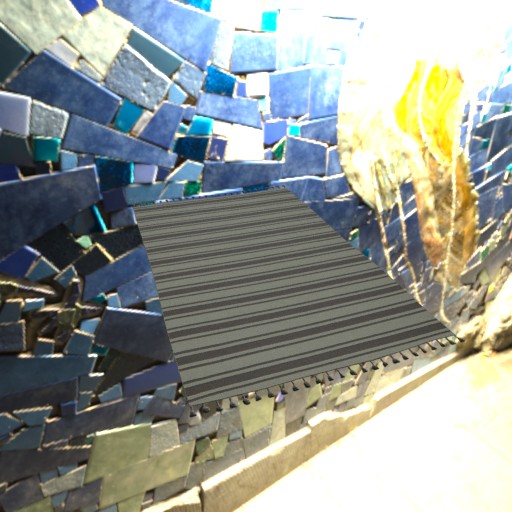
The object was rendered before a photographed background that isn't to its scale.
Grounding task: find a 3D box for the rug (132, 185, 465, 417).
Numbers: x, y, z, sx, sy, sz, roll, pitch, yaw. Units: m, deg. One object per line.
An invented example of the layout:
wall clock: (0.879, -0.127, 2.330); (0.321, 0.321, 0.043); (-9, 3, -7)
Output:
rug: (0.000, 0.000, 2.610); (1.229, 0.011, 2.096); (-10, 31, -17)
